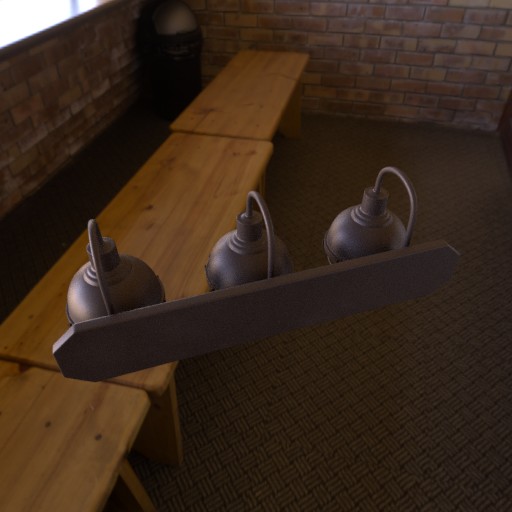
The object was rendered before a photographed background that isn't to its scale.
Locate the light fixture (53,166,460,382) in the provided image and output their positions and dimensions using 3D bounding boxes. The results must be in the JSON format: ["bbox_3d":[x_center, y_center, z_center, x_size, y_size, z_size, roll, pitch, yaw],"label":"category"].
[{"bbox_3d":[0.000,0.000,0.741,0.634,0.254,0.229,-12,42,-14],"label":"light fixture"}]
